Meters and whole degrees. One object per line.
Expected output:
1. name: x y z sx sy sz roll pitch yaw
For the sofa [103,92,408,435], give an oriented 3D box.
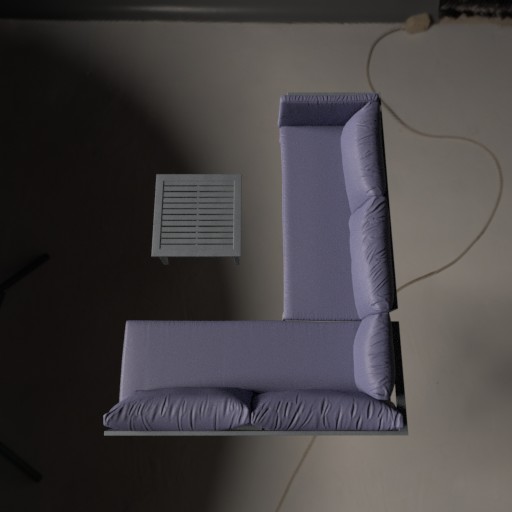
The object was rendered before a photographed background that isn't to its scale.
1. sofa: 0.000 0.000 2.923 1.658 0.762 2.149 0 75 0
